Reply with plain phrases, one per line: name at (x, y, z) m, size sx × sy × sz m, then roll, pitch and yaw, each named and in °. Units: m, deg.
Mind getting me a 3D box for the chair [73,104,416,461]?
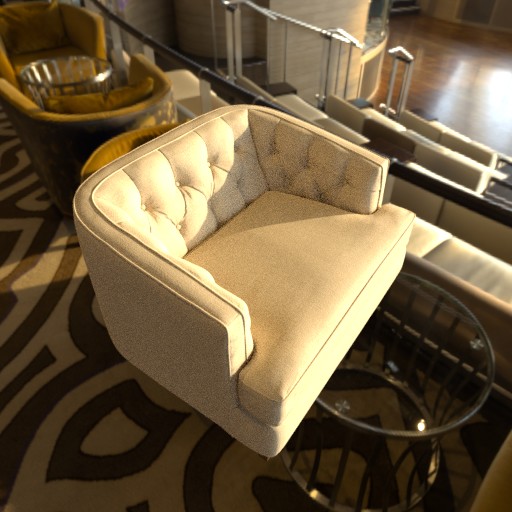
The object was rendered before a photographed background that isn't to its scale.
chair at (0.000, 0.000, 1.750) m, size 0.914 × 0.787 × 1.118 m, roll 24°, pitch 46°, yaw 26°
